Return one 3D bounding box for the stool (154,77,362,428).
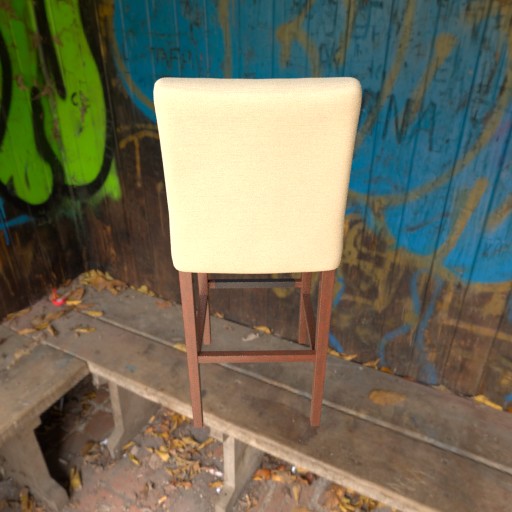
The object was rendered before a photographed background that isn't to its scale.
[{"bbox_3d":[0.000,0.000,1.352,0.470,1.078,0.577,-1,29,-1],"label":"stool"}]
